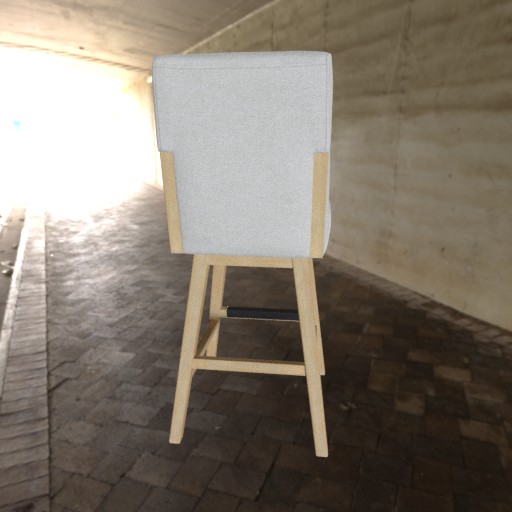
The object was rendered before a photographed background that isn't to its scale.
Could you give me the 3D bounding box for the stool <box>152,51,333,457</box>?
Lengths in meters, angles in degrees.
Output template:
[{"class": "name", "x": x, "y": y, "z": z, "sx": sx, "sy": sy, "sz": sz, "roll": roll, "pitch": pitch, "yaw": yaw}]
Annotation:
[{"class": "stool", "x": 0.000, "y": 0.000, "z": 1.292, "sx": 0.446, "sy": 1.015, "sz": 0.543, "roll": 2, "pitch": 15, "yaw": 7}]
